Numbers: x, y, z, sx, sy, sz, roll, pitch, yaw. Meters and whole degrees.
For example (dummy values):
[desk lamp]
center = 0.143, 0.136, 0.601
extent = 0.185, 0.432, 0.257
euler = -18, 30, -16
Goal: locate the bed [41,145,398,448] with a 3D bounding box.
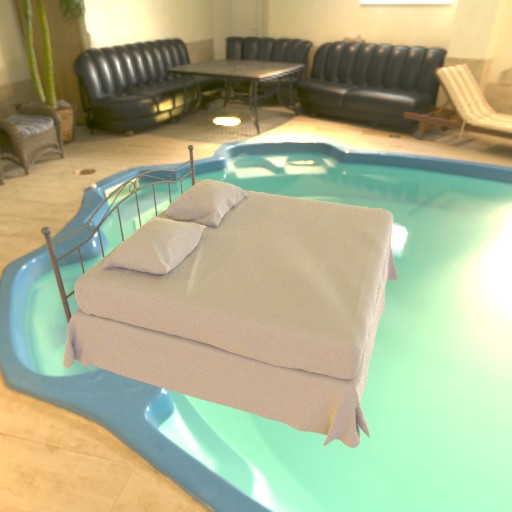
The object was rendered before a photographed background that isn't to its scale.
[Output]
[bed]
center = 0.000, 0.000, 3.581
extent = 2.220, 1.080, 2.309
euler = 11, 32, 18
